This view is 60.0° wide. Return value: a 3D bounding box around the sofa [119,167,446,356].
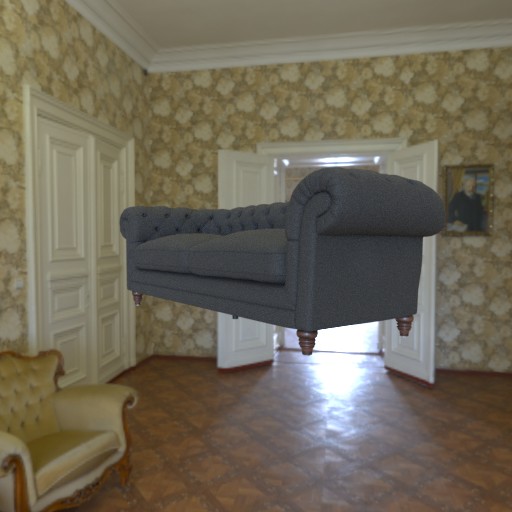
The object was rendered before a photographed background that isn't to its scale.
[{"bbox_3d":[0.000,0.000,2.789,0.991,0.762,2.362,-1,2,-36],"label":"sofa"}]
